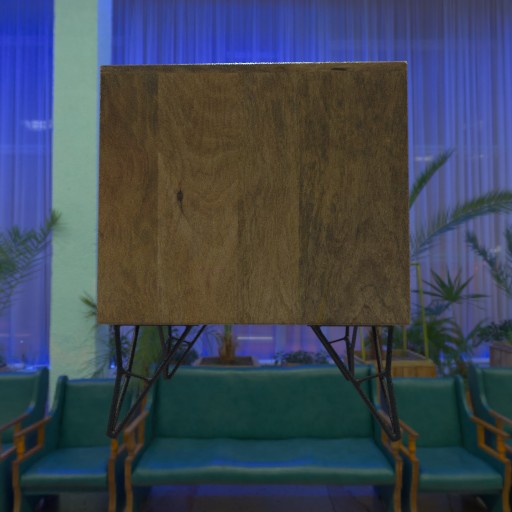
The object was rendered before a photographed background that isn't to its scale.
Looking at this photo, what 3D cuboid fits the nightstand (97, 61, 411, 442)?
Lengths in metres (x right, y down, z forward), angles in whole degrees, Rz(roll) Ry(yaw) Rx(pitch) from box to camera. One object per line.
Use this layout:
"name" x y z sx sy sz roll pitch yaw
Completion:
"nightstand" 0.000 0.000 0.849 0.457 0.559 0.406 0 -2 2
